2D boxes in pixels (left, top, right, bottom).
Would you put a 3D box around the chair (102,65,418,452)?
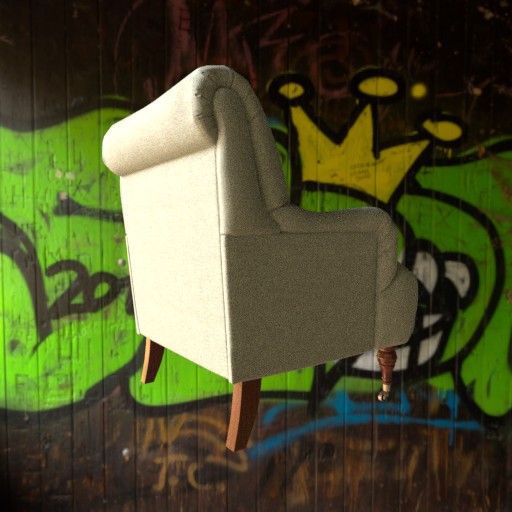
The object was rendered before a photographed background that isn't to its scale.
[{"bbox_3d":[0.000,0.000,1.902,1.060,1.178,0.964,-2,3,-35],"label":"chair"}]
